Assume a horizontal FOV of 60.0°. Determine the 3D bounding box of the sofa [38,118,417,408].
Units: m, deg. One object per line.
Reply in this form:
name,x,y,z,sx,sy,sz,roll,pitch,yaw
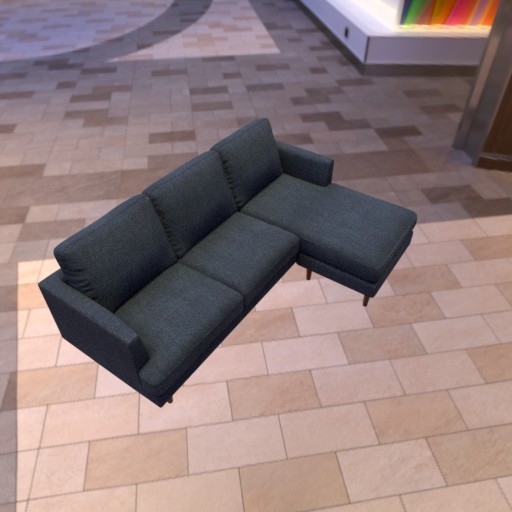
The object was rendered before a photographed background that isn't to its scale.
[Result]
sofa,0.000,0.000,3.011,1.504,0.956,2.233,25,48,25
